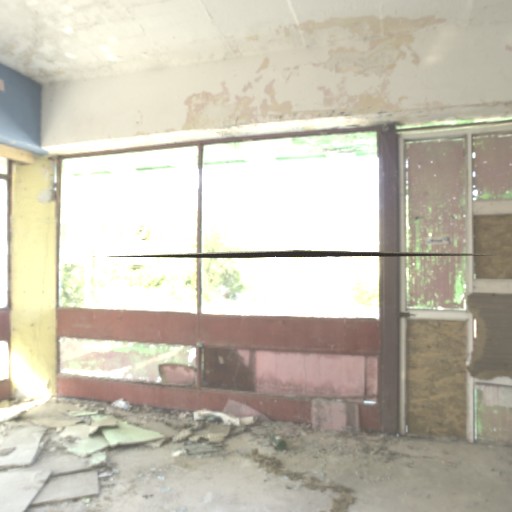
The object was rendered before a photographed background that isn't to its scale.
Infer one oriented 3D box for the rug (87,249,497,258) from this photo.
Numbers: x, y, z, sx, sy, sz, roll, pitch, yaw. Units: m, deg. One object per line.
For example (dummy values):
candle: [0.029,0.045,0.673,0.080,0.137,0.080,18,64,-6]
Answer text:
rug: [0.000,0.000,2.947,1.507,0.007,2.433,1,-1,-37]
